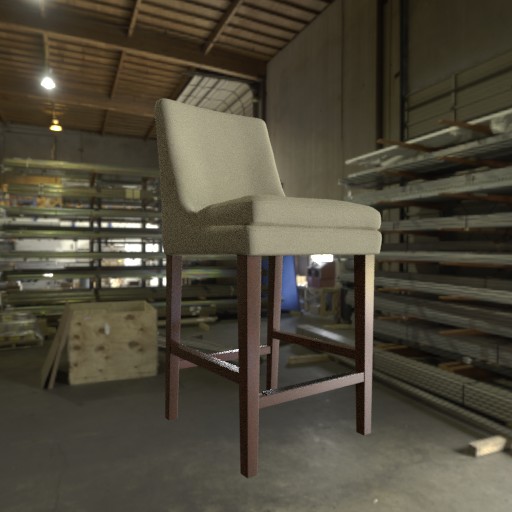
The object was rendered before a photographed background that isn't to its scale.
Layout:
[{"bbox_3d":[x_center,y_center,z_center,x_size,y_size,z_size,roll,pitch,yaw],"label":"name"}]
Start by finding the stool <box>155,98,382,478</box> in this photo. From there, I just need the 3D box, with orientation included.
[{"bbox_3d":[0.000,0.000,1.307,0.470,0.981,0.577,-1,1,-36],"label":"stool"}]
